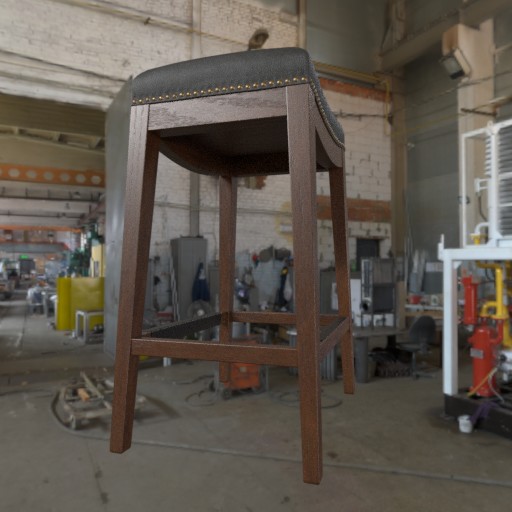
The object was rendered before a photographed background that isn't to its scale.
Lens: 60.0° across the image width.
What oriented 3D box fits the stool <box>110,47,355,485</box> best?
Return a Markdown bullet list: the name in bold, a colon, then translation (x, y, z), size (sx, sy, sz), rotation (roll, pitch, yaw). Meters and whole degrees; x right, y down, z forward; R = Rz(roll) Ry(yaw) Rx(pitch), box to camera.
- **stool**: translation (0.000, 0.000, 0.923), size (0.353, 0.664, 0.490), rotation (0, -1, 18)
